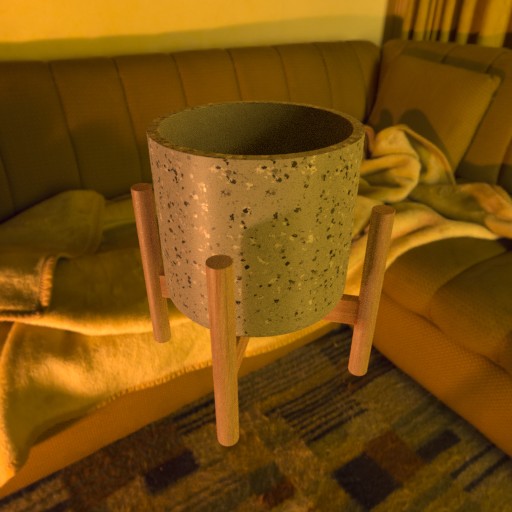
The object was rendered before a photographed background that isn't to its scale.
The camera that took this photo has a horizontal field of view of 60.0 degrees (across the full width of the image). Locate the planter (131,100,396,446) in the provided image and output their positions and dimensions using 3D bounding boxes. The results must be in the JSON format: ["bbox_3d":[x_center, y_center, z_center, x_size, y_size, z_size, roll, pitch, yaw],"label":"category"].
[{"bbox_3d":[0.000,0.000,0.543,0.284,0.320,0.284,20,37,30],"label":"planter"}]
